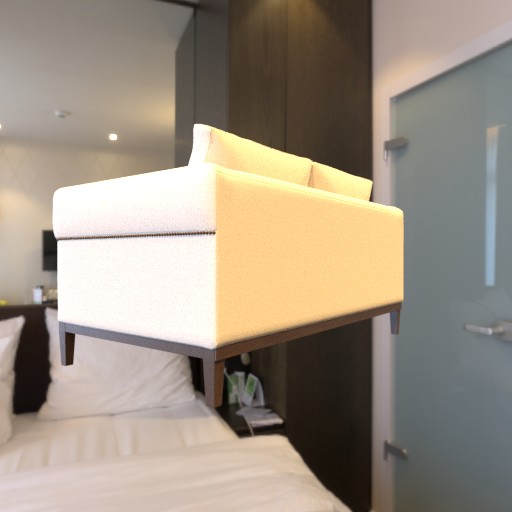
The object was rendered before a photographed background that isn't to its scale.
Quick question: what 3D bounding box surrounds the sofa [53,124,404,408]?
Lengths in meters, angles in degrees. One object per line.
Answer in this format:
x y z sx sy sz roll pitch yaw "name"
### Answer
0.000 0.000 2.139 0.905 0.873 1.598 0 0 37 "sofa"
